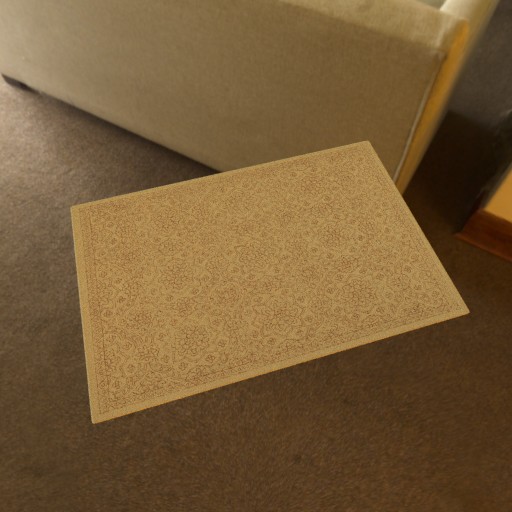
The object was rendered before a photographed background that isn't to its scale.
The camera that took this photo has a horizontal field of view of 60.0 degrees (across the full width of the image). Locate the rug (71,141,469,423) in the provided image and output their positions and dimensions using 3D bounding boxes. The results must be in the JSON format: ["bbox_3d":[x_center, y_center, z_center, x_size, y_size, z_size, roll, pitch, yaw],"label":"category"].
[{"bbox_3d":[0.000,0.000,2.339,1.829,0.010,1.219,-14,60,-8],"label":"rug"}]
